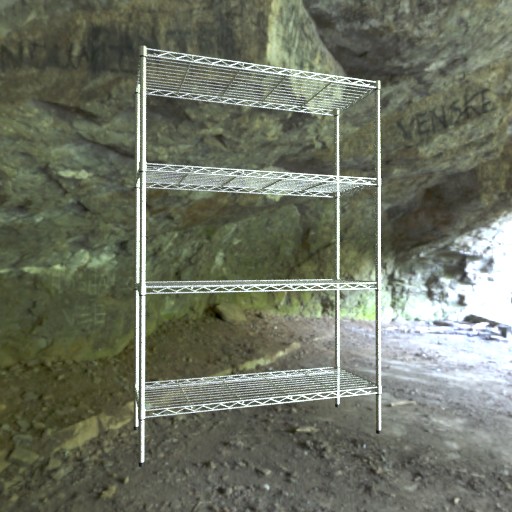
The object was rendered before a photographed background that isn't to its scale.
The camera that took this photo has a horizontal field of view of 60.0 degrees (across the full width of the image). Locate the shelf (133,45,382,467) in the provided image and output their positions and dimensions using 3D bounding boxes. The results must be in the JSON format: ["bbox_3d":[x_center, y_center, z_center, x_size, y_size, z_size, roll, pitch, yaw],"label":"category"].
[{"bbox_3d":[0.000,0.000,1.730,0.907,1.360,0.352,0,-1,-18],"label":"shelf"}]
